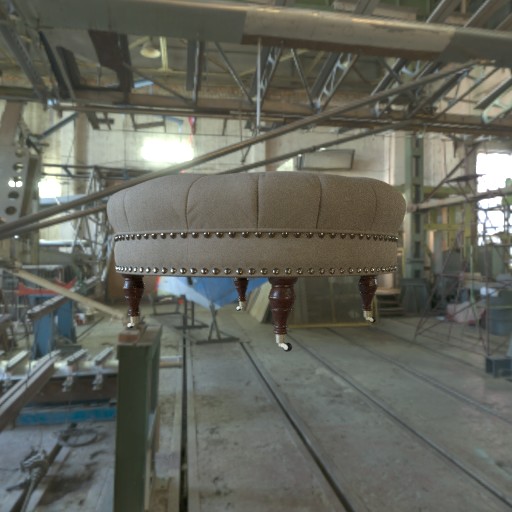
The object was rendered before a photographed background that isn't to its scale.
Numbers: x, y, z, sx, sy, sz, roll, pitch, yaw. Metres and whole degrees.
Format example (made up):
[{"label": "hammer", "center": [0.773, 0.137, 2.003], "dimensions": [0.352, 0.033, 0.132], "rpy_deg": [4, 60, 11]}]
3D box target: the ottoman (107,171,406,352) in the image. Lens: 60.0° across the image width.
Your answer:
[{"label": "ottoman", "center": [0.000, 0.000, 1.404], "dimensions": [0.901, 0.439, 0.901], "rpy_deg": [0, 0, 0]}]
